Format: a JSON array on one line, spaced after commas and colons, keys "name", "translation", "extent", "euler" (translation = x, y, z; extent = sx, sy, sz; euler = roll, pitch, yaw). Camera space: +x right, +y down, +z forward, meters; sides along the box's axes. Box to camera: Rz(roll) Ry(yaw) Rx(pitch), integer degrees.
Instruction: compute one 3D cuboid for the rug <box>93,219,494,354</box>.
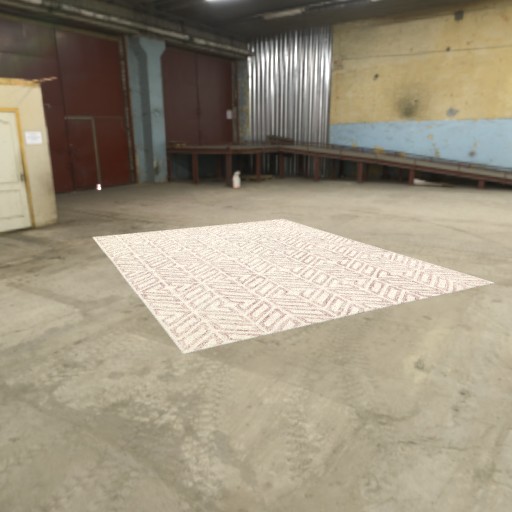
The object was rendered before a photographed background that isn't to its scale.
[{"name": "rug", "translation": [0.000, 0.000, 4.063], "extent": [2.421, 0.008, 3.045], "euler": [-8, 17, -27]}]
